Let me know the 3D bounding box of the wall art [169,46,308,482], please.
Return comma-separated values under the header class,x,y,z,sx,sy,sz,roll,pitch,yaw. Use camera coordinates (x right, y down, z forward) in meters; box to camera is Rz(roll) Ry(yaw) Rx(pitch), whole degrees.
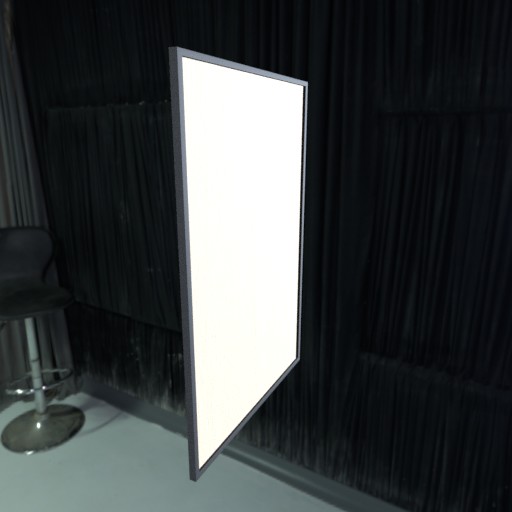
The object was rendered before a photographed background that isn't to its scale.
class,x,y,z,sx,sy,sz,roll,pitch,yaw
wall art,0.000,0.000,0.839,0.013,0.657,0.457,8,17,26
